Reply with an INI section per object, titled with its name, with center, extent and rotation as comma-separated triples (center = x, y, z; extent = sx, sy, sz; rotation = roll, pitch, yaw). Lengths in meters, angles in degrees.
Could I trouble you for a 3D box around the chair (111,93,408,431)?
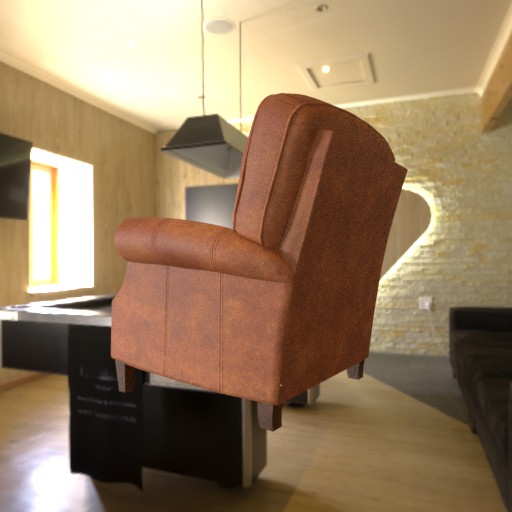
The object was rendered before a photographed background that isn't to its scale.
[chair]
center = 0.000, 0.000, 1.750
extent = 0.986, 1.018, 0.936
rotation = 0, 1, 35
